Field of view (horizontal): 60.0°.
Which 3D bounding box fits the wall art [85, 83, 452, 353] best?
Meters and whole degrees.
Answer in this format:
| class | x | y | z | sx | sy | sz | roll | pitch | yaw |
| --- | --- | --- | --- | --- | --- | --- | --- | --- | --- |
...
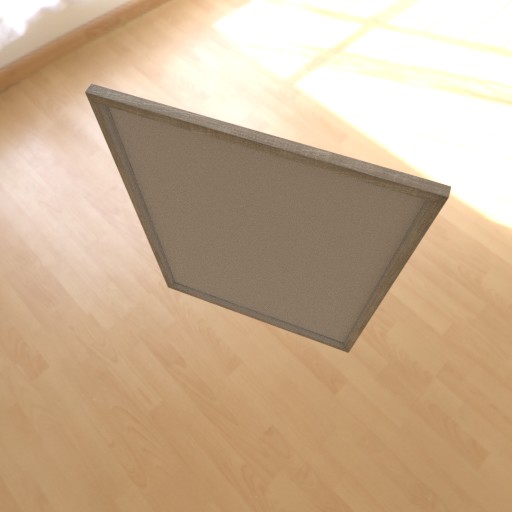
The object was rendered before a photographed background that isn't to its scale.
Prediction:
| class | x | y | z | sx | sy | sz | roll | pitch | yaw |
| --- | --- | --- | --- | --- | --- | --- | --- | --- | --- |
| wall art | 0.000 | 0.000 | 1.346 | 0.781 | 1.022 | 0.035 | 18 | 63 | 10 |
